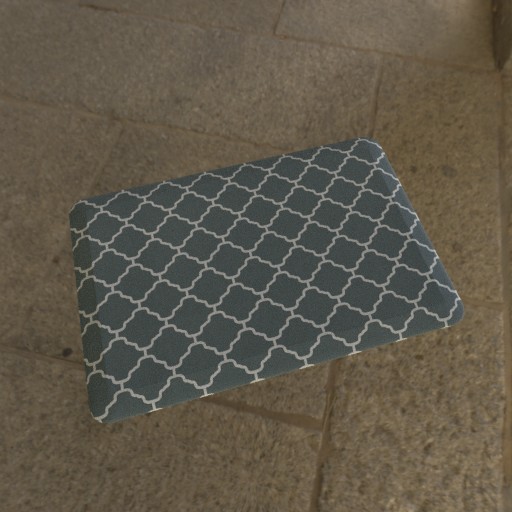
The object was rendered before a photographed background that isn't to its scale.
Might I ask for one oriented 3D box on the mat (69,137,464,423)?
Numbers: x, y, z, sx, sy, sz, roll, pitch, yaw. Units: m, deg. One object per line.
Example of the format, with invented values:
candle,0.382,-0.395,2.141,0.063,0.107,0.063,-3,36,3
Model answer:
mat,0.000,0.000,0.954,0.762,0.021,0.508,-14,64,-7
